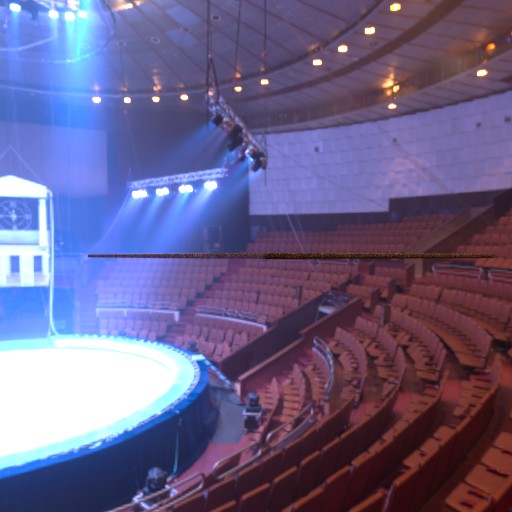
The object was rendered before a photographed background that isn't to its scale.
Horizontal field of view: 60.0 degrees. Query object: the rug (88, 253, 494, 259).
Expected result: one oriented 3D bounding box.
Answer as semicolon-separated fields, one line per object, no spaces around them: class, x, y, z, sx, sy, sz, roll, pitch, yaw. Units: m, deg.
rug;0.000;0.000;3.387;1.802;0.026;2.699;0;0;-35
